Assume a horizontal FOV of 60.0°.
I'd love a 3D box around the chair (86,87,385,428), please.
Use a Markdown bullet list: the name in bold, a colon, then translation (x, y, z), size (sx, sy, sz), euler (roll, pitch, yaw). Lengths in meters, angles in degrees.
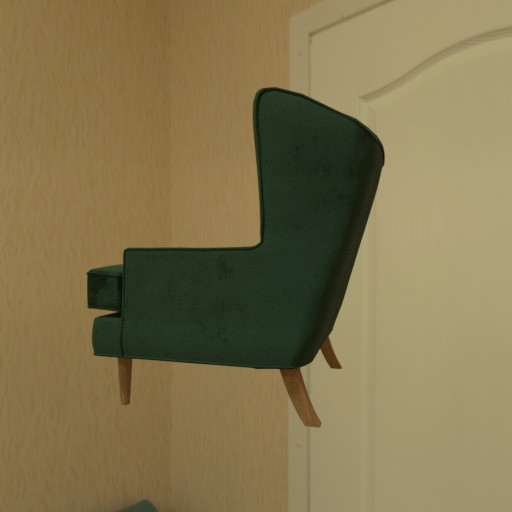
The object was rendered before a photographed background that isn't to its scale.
- **chair**: translation (0.000, 0.000, 1.635), size (0.910, 0.952, 0.793), euler (0, 1, 16)
